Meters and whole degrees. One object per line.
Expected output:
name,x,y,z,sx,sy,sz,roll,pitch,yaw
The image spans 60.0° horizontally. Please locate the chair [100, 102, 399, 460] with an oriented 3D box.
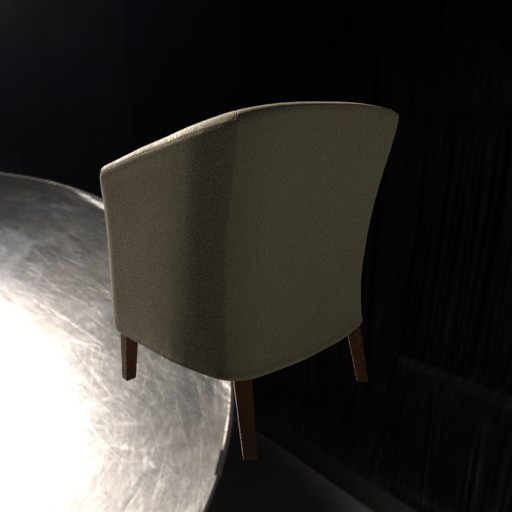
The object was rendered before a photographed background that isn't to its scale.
chair,0.000,0.000,1.300,0.643,0.822,0.657,-14,21,-42
